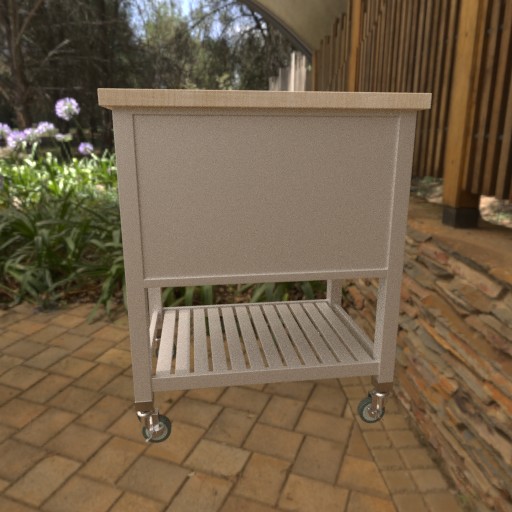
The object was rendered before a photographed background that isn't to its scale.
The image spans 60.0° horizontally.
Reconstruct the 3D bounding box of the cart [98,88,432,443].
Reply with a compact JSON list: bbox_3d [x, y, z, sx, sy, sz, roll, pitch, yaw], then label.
[{"bbox_3d":[0.000,0.000,1.381,0.762,0.914,0.559,-2,15,-8],"label":"cart"}]
